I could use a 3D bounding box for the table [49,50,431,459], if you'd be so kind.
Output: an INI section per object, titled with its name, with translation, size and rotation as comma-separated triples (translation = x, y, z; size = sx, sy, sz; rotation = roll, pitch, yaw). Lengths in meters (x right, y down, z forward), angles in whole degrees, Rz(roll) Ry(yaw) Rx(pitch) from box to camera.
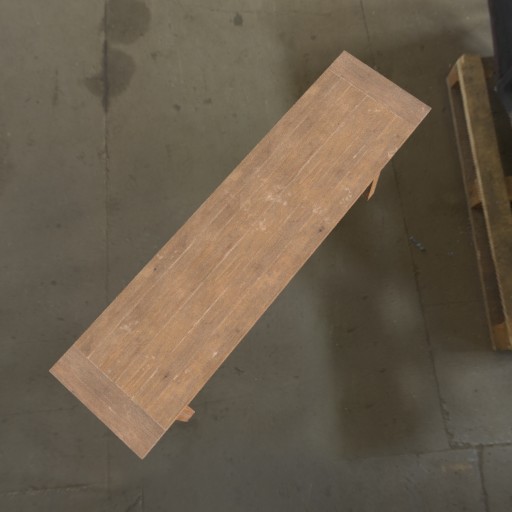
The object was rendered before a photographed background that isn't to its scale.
[table]
translation = 0.000, 0.000, 2.145
size = 0.465, 0.810, 1.800
rotation = 39, 78, 10
